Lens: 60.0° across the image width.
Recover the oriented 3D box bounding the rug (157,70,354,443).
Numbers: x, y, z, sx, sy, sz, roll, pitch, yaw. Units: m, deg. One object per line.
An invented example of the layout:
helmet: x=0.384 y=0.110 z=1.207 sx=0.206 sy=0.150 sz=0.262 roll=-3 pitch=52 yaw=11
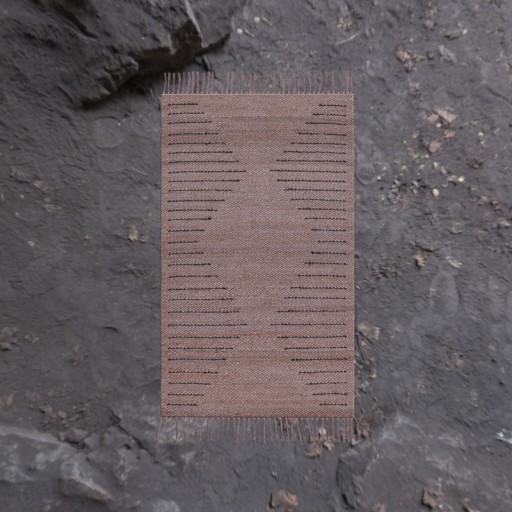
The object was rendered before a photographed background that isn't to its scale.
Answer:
rug: x=0.000 y=0.000 z=2.038 sx=0.905 sy=0.017 sz=1.718 roll=0 pitch=90 yaw=0
